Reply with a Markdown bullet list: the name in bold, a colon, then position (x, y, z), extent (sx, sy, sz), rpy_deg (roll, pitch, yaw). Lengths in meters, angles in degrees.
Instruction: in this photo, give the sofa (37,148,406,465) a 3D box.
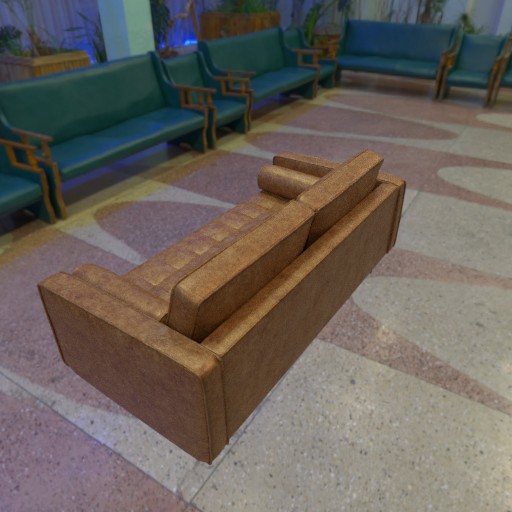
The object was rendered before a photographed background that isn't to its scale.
- **sofa**: position (0.000, 0.000, 2.362), extent (0.924, 0.825, 1.920), rpy_deg (21, 39, 29)
